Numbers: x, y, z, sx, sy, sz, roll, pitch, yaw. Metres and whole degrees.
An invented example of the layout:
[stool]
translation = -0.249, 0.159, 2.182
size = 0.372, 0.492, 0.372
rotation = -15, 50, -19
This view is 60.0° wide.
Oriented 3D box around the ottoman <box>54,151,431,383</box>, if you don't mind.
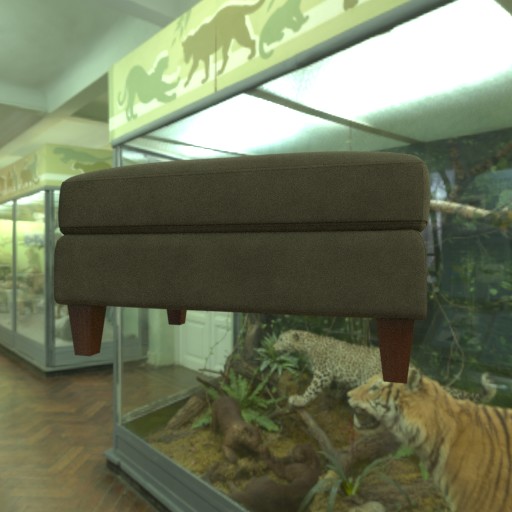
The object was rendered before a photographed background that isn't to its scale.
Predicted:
[ottoman]
translation = 0.000, 0.000, 1.208
size = 0.864, 0.483, 0.584
rotation = 0, 1, 18
